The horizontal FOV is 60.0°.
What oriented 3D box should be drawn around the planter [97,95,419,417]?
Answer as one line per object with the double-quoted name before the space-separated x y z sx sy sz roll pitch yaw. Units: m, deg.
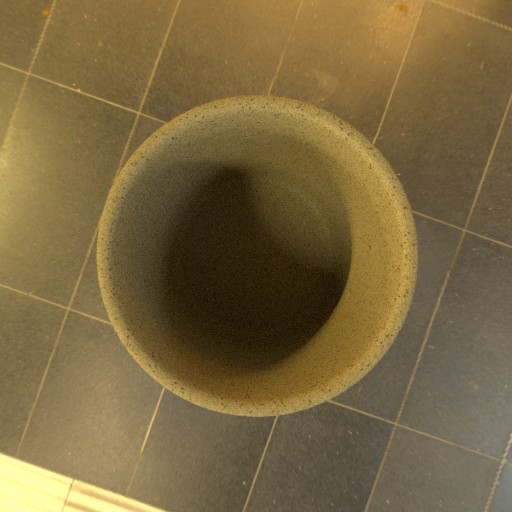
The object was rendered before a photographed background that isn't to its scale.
"planter" 0.000 0.000 0.360 0.191 0.199 0.191 0 90 -1
